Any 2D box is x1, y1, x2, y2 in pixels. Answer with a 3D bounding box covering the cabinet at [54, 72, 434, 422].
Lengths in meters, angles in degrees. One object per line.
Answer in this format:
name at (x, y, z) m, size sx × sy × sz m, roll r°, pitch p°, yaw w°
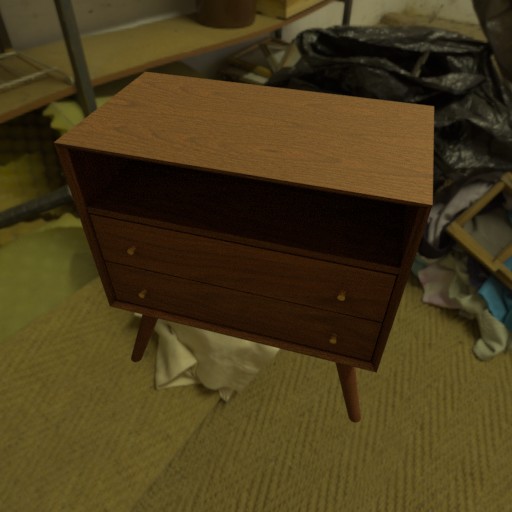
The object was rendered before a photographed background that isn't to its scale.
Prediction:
cabinet at (0.000, 0.000, 1.174) m, size 0.712 × 0.748 × 0.388 m, roll 12°, pitch 44°, yaw 12°
